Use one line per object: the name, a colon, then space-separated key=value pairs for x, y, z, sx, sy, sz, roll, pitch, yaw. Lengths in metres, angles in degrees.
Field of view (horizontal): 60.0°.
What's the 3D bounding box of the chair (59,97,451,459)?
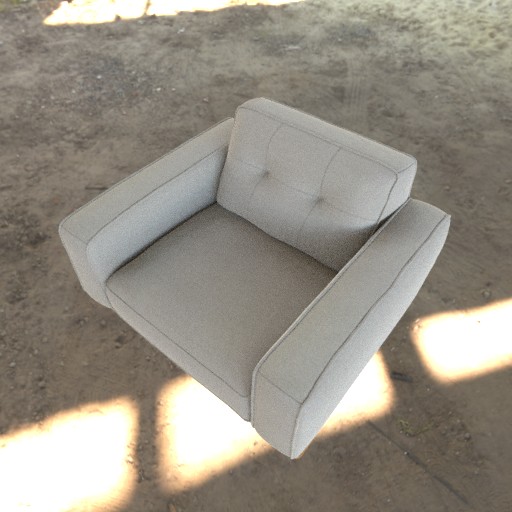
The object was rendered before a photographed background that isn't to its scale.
chair: x=0.000 y=0.000 z=1.711 sx=1.115 sy=0.779 sz=0.953 roll=31 pitch=55 yaw=25
